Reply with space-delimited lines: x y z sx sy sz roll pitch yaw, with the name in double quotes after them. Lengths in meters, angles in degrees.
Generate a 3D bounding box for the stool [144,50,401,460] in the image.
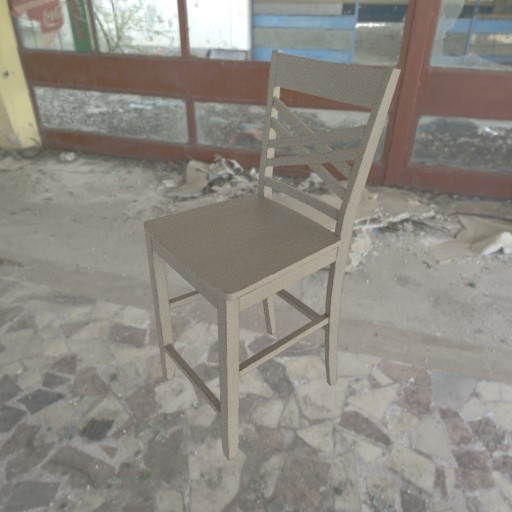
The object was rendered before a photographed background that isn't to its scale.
0.000 0.000 1.352 0.539 1.079 0.462 -21 37 -31 "stool"
